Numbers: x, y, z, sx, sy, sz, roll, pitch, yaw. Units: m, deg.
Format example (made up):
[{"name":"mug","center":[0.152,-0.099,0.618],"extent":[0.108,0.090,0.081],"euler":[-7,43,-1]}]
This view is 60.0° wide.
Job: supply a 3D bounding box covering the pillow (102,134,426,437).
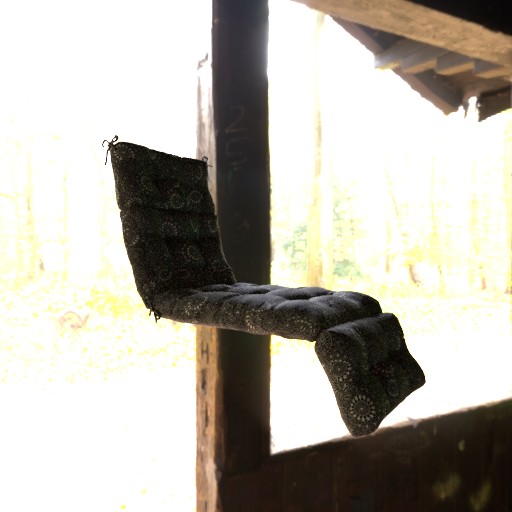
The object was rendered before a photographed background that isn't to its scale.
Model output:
[{"name":"pillow","center":[0.000,0.000,1.510],"extent":[1.016,0.863,0.526],"euler":[0,1,35]}]
